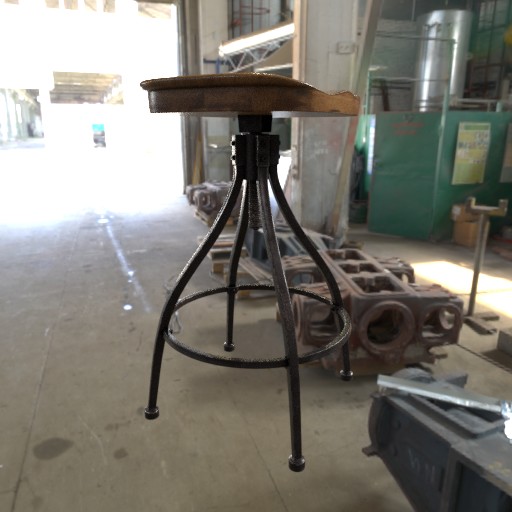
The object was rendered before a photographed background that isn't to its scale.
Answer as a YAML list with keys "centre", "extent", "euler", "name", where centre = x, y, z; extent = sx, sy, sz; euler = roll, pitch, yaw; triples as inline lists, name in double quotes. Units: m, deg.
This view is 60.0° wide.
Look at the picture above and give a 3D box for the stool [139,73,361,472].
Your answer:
- centre: [0.000, 0.000, 0.963]
  extent: [0.424, 0.694, 0.432]
  euler: [8, 18, 25]
  name: "stool"
